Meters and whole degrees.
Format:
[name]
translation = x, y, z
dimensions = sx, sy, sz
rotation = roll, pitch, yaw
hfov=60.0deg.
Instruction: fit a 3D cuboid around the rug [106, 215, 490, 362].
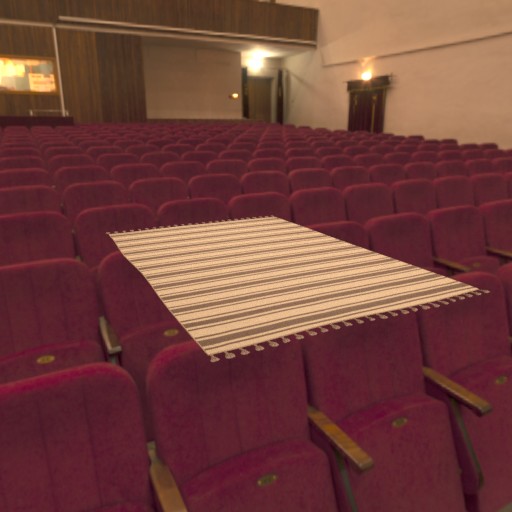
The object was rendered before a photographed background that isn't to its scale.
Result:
[rug]
translation = 0.000, 0.000, 3.845
dimensions = 2.030, 0.017, 3.040
rotation = -8, 18, -26
